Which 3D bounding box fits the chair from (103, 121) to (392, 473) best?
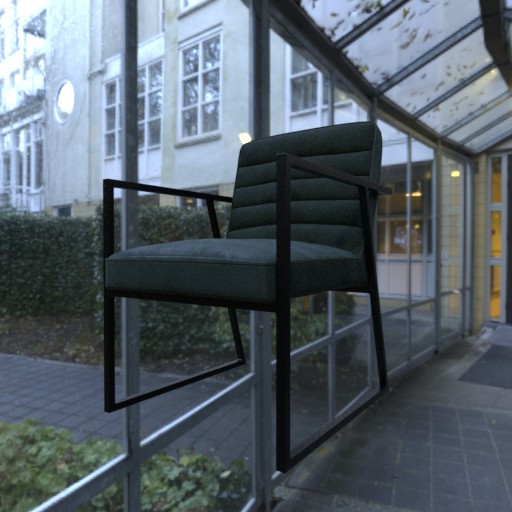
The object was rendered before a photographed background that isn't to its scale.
[{"bbox_3d":[0.000,0.000,1.268,0.571,0.833,0.677,1,1,35],"label":"chair"}]
